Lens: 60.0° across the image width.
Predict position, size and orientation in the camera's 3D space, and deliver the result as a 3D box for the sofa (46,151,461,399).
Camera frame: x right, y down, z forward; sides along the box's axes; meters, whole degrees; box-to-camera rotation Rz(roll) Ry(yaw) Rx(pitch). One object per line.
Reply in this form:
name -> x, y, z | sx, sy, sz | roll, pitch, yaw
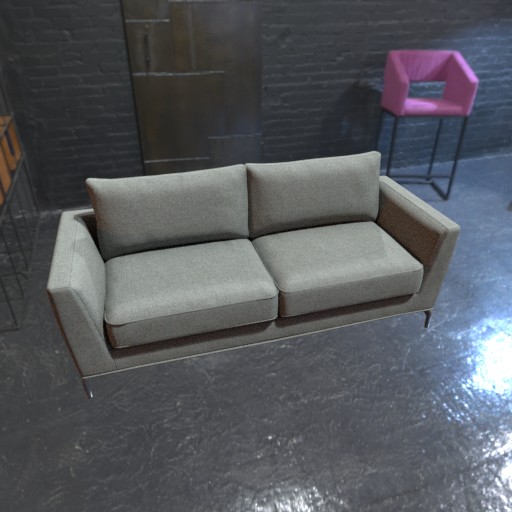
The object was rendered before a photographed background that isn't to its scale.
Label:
sofa -> 0.000, 0.000, 2.716 | 2.212, 1.002, 0.869 | -9, 32, -14
